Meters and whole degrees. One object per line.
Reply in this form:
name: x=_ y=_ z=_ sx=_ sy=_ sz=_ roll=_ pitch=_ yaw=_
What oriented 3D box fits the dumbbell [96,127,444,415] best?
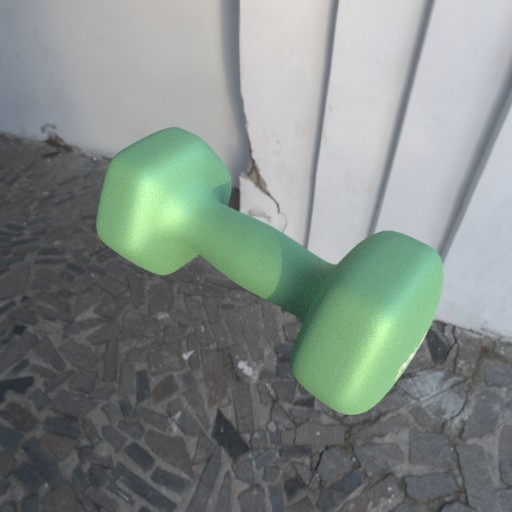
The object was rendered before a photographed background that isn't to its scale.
dumbbell: x=0.000 y=0.000 z=0.336 sx=0.260 sy=0.117 sz=0.129 roll=31 pitch=53 yaw=27
